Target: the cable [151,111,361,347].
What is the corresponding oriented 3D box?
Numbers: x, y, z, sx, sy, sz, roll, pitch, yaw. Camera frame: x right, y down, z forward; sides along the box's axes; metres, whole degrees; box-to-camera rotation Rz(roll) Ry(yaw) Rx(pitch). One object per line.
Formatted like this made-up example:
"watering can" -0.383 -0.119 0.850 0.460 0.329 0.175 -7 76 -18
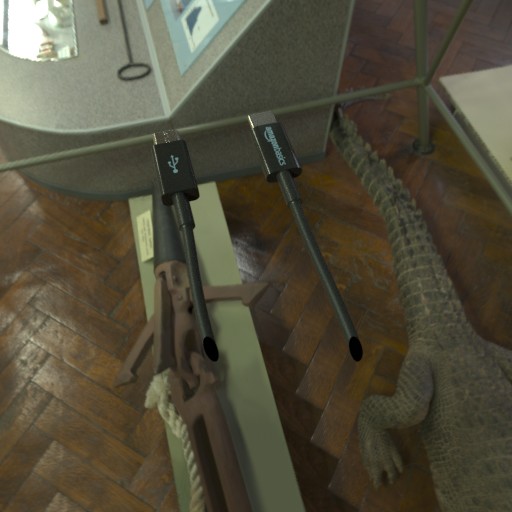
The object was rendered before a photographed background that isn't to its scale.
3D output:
"cable" 0.000 0.000 0.113 0.040 0.006 0.098 -13 60 -8
